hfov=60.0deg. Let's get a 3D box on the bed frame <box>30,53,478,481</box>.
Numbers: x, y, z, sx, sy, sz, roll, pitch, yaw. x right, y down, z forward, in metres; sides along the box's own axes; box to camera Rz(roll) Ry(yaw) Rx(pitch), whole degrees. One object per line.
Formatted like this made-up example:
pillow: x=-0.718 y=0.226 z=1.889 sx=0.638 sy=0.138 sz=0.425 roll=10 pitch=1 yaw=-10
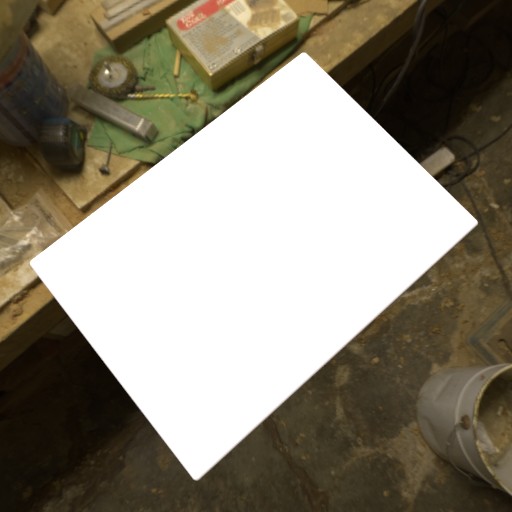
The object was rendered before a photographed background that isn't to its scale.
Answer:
bed frame: x=0.000 y=0.000 z=2.655 sx=1.956 sy=0.659 sz=1.408 roll=-40 pitch=80 yaw=-9
